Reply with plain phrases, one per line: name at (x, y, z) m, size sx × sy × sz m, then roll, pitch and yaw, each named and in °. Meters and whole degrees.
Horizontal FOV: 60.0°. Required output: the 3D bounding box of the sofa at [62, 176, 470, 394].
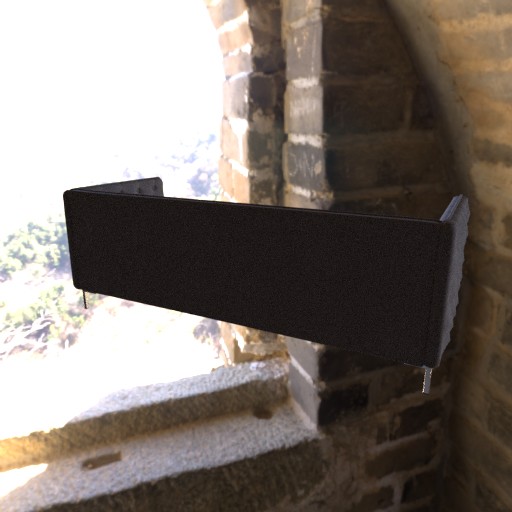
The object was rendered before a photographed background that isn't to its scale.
sofa at (0.000, 0.000, 2.626) m, size 2.209 × 0.771 × 0.895 m, roll 8°, pitch 18°, yaw 26°
